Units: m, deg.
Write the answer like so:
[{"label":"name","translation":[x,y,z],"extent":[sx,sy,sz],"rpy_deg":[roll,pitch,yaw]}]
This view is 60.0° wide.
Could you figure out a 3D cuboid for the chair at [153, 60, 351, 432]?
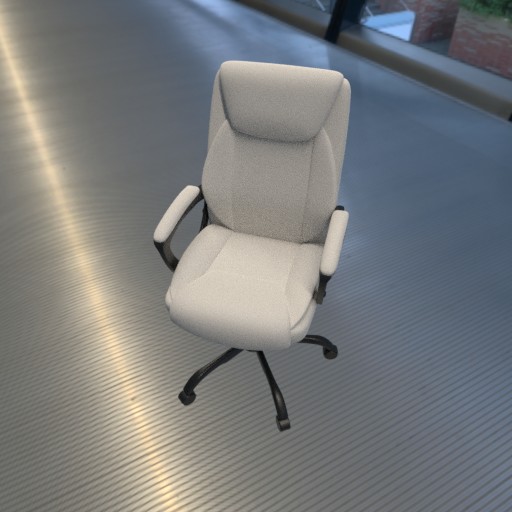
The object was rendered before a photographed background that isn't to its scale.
[{"label":"chair","translation":[0.000,0.000,1.489],"extent":[0.663,1.065,0.669],"rpy_deg":[11,43,12]}]
